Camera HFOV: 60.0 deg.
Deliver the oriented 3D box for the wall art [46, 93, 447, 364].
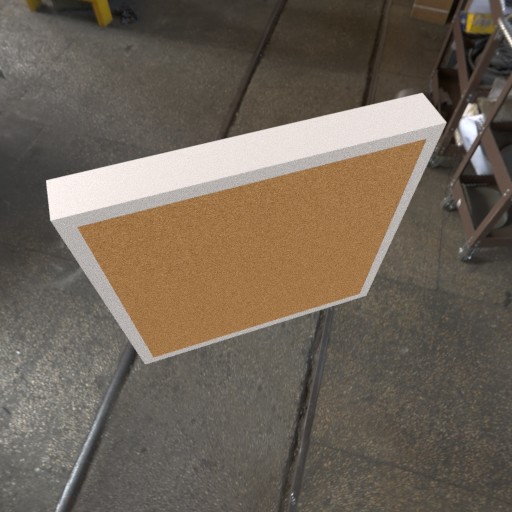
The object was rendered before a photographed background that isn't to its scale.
[{"bbox_3d":[0.000,0.000,0.462,0.305,0.302,0.038,-16,59,-10],"label":"wall art"}]
